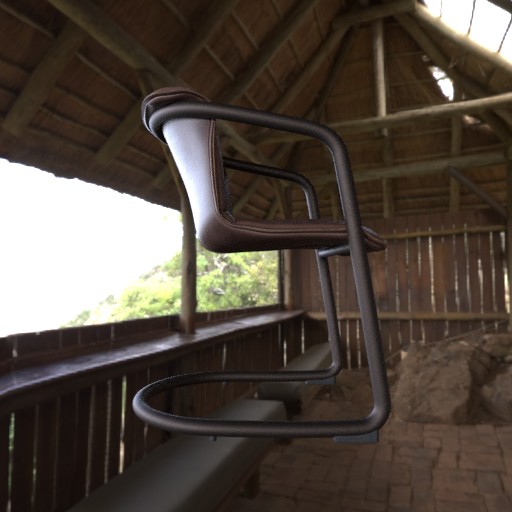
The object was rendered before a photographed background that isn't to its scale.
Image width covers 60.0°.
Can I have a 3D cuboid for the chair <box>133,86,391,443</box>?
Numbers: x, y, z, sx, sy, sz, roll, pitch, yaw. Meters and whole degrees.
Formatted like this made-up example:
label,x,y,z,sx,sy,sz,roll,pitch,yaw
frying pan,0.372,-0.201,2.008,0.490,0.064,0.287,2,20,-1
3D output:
label,x,y,z,sx,sy,sz,roll,pitch,yaw
chair,0.000,0.000,1.244,0.664,0.836,0.536,0,-2,-1
